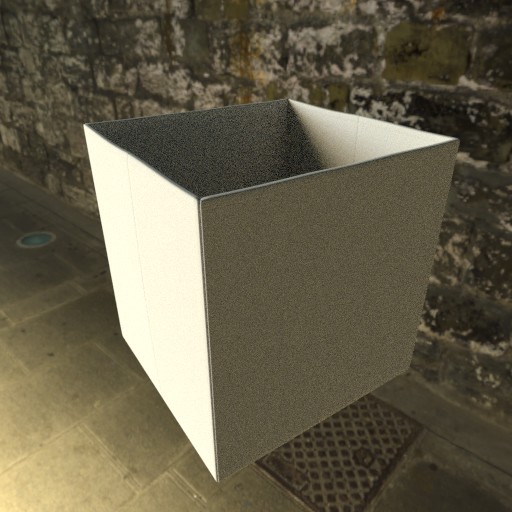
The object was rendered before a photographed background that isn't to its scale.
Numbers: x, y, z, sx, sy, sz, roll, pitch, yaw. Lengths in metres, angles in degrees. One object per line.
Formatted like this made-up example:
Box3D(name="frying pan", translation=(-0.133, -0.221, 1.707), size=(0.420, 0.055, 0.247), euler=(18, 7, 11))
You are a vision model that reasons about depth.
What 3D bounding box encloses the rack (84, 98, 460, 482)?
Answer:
Box3D(name="rack", translation=(0.000, 0.000, 0.496), size=(0.270, 0.280, 0.270), euler=(-18, 34, -29))
